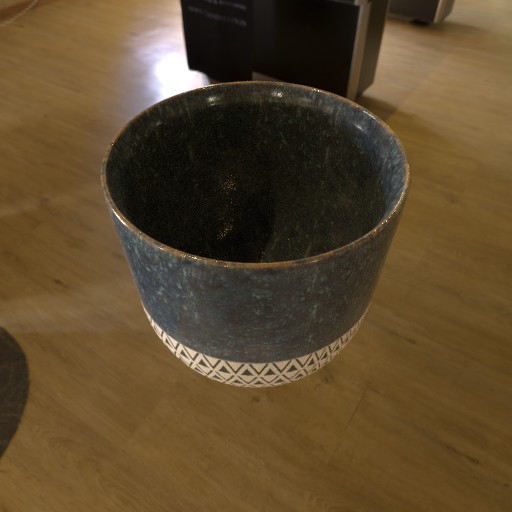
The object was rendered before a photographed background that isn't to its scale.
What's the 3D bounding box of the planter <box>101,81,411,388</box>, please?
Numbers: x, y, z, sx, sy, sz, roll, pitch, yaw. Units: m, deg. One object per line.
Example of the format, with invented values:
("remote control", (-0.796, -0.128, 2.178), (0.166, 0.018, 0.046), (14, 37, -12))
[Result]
("planter", (0.000, 0.000, 0.488), (0.266, 0.270, 0.266), (0, 48, 0))
